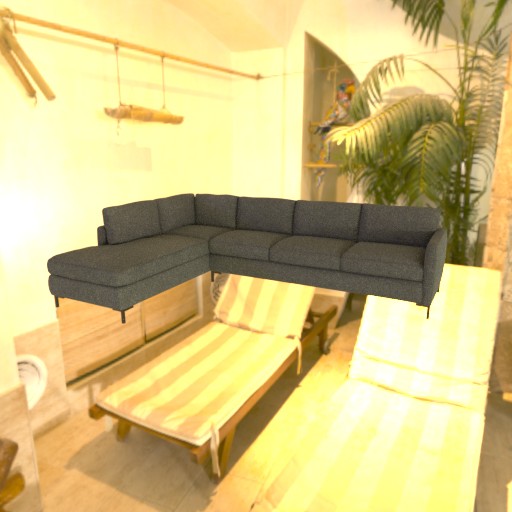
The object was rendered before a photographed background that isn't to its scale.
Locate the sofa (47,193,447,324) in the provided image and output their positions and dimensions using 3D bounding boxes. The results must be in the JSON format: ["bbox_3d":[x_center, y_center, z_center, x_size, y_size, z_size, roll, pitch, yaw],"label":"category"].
[{"bbox_3d":[0.000,0.000,3.880,2.949,0.815,2.007,7,16,27],"label":"sofa"}]
